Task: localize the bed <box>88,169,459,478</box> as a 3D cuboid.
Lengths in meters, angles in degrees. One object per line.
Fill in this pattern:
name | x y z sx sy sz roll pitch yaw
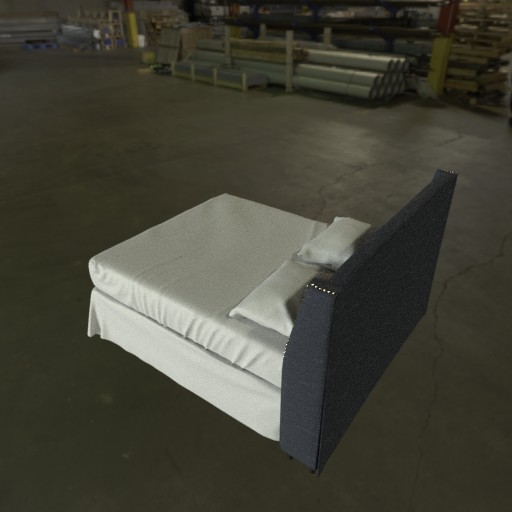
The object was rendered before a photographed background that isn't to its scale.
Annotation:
bed | 0.000 0.000 3.440 2.276 1.332 1.925 21 36 31
